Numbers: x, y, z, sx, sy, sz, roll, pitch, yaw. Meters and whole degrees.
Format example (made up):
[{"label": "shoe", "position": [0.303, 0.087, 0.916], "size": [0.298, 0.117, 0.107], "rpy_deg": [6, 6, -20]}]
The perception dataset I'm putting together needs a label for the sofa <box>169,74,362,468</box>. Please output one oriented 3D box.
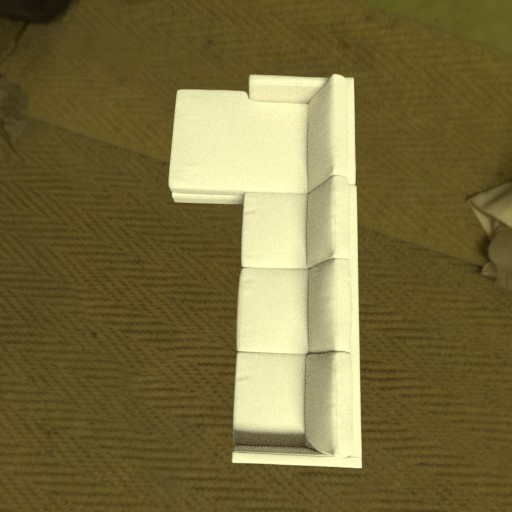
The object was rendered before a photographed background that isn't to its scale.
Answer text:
[{"label": "sofa", "position": [0.000, 0.000, 3.761], "size": [1.625, 0.846, 3.186], "rpy_deg": [2, 76, 1]}]
